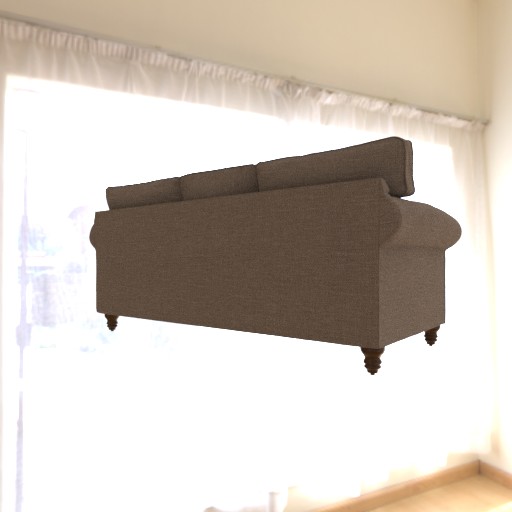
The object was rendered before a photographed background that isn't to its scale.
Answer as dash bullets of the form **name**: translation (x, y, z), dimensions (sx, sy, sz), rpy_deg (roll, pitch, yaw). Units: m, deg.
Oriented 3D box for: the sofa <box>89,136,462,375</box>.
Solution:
- **sofa**: translation (0.000, 0.000, 2.610), dimensions (2.084, 0.961, 0.916), rpy_deg (0, -1, 38)
